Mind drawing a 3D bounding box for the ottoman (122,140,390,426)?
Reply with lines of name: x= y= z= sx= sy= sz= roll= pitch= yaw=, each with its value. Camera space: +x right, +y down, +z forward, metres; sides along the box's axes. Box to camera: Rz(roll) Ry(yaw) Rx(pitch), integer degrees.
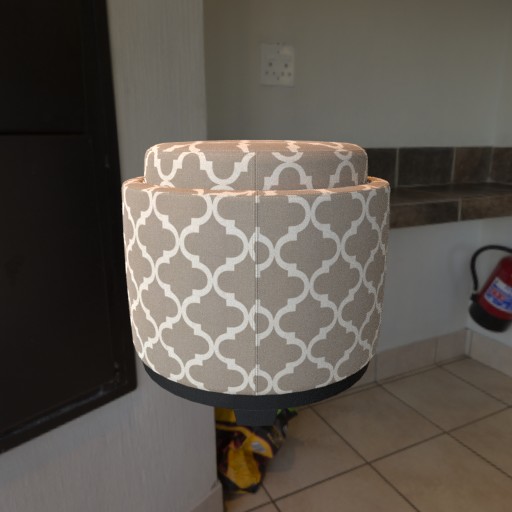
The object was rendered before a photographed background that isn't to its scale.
ottoman: x=0.000 y=0.000 z=0.849 sx=0.480 sy=0.429 sz=0.480 roll=0 pitch=15 yaw=0
